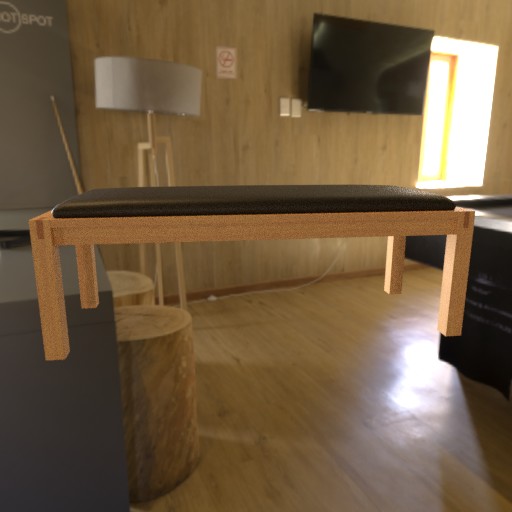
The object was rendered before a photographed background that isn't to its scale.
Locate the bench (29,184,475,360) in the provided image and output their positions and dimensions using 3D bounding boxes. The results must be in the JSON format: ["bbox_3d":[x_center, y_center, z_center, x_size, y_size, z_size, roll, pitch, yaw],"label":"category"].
[{"bbox_3d":[0.000,0.000,1.435,1.202,0.430,0.450,-2,14,-8],"label":"bench"}]
